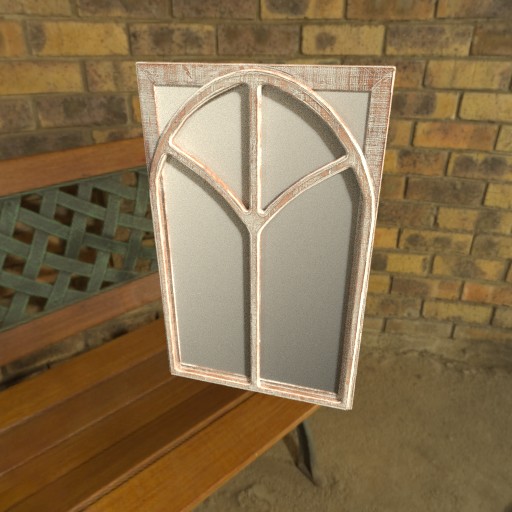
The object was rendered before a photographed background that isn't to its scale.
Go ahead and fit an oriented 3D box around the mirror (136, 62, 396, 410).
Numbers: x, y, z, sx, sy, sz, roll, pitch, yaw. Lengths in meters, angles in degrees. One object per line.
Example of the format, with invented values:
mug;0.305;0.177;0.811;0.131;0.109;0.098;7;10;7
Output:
mirror;0.000;0.000;0.989;0.495;0.787;0.058;7;27;14
